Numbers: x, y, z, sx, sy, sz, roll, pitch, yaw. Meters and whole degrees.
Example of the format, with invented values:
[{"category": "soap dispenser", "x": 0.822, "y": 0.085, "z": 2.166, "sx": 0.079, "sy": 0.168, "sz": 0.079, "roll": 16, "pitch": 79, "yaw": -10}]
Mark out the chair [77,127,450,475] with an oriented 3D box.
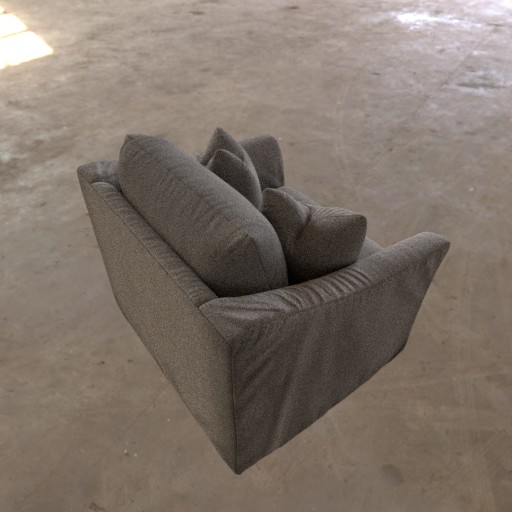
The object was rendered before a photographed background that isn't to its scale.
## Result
[{"category": "chair", "x": 0.000, "y": 0.000, "z": 1.996, "sx": 1.071, "sy": 1.059, "sz": 1.194, "roll": -26, "pitch": 48, "yaw": -27}]
